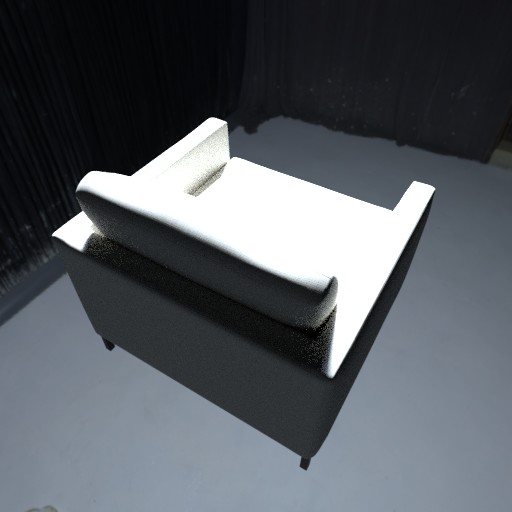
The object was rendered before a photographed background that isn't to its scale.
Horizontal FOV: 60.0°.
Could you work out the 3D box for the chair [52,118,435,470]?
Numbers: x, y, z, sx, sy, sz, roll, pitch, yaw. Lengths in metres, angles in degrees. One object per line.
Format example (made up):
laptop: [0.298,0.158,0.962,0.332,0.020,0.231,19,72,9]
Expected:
chair: [0.000,0.000,1.577,0.964,0.806,0.875,23,50,21]
